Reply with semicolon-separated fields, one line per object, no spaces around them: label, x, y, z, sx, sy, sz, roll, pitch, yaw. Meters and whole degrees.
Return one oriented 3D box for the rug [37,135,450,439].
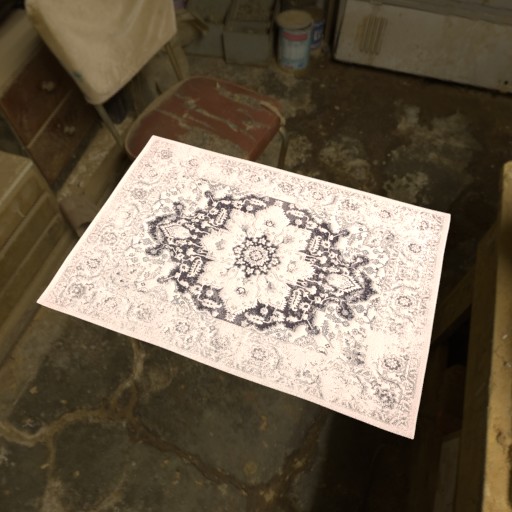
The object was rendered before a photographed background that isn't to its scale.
rug;0.000;0.000;2.272;1.813;0.008;1.223;17;59;10
